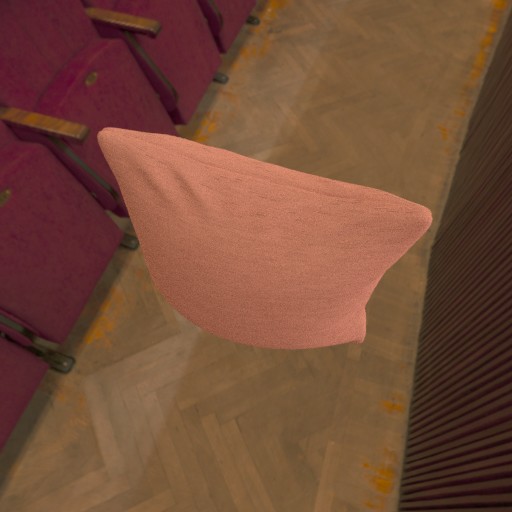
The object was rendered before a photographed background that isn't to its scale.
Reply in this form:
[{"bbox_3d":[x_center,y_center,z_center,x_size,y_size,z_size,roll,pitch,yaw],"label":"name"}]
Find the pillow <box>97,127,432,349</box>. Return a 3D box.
[{"bbox_3d":[0.000,0.000,0.709,0.432,0.415,0.246,16,61,9],"label":"pillow"}]
